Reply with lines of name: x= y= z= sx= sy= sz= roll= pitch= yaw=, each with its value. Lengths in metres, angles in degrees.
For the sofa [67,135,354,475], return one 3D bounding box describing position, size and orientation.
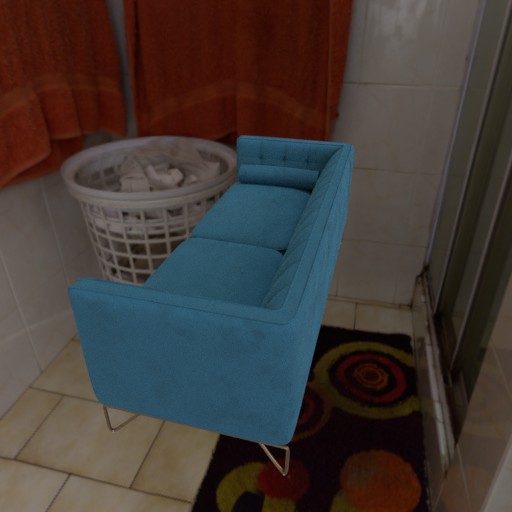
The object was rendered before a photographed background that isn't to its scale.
sofa: x=0.000 y=0.000 z=2.524 sx=0.867 sy=0.789 sz=2.087 roll=8 pitch=32 yaw=14
